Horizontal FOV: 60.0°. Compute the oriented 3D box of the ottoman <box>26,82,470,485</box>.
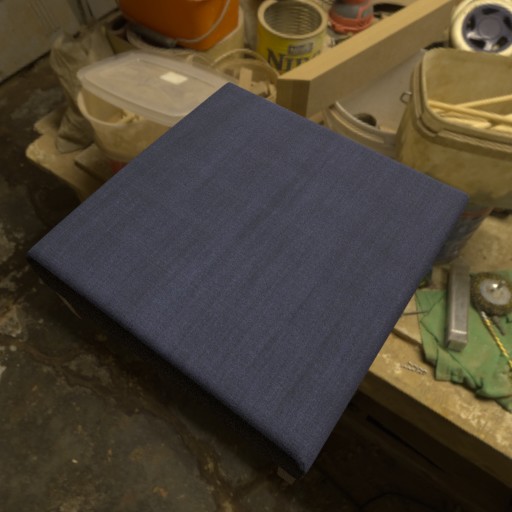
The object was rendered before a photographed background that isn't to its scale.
[{"bbox_3d":[0.000,0.000,1.351,0.889,0.411,0.890,32,63,18],"label":"ottoman"}]
